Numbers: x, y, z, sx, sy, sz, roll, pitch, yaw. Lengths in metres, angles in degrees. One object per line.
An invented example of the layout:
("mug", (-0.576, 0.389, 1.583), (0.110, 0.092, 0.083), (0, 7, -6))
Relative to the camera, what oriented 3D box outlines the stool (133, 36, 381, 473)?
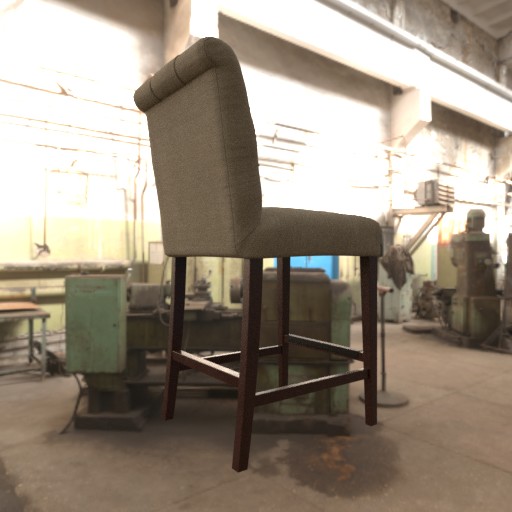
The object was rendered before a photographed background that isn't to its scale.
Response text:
("stool", (0.000, 0.000, 1.424), (0.660, 1.084, 0.486), (0, 0, -36))
